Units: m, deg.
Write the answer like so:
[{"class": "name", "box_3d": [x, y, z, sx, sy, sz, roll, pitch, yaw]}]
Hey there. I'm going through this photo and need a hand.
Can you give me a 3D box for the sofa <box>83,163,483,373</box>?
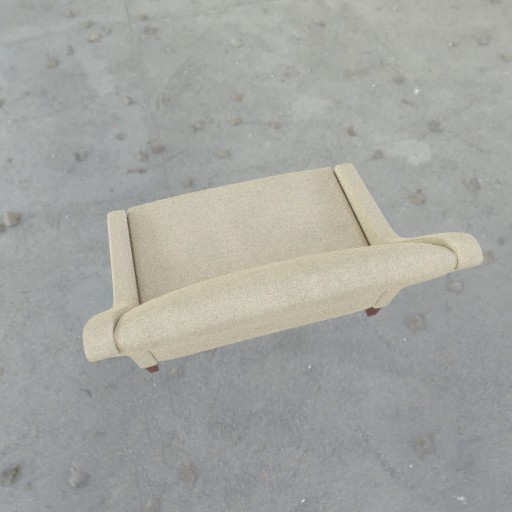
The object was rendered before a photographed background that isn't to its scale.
[{"class": "sofa", "box_3d": [0.000, 0.000, 1.898, 1.212, 0.976, 0.946, -13, 59, -8]}]
